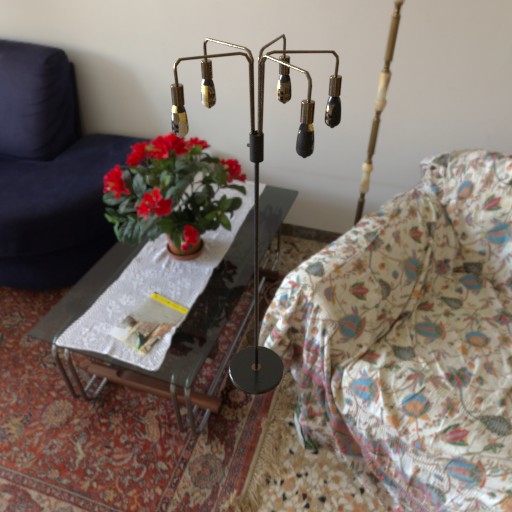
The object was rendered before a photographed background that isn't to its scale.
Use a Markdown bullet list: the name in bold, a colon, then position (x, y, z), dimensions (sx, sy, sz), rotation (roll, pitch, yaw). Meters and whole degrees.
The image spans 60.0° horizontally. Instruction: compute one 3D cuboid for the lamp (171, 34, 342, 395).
- **lamp**: position (0.000, 0.000, 1.986), dimensions (0.599, 1.721, 0.572), rotation (-11, 41, -14)
